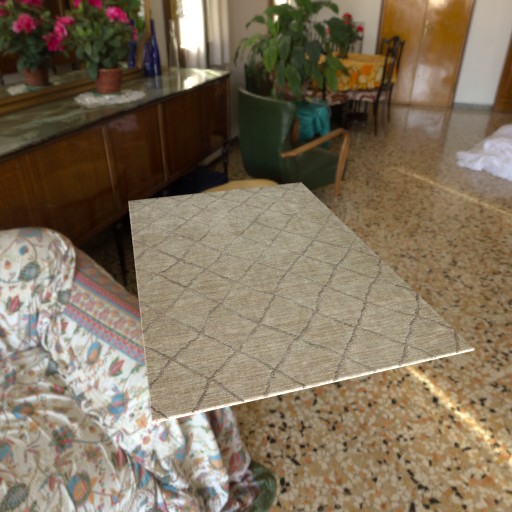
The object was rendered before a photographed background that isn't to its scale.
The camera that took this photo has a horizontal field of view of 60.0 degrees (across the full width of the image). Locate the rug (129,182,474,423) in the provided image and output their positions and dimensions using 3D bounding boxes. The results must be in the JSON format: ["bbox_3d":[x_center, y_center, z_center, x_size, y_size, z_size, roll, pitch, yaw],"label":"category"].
[{"bbox_3d":[0.000,0.000,2.885,1.521,0.015,2.280,-8,31,-14],"label":"rug"}]
